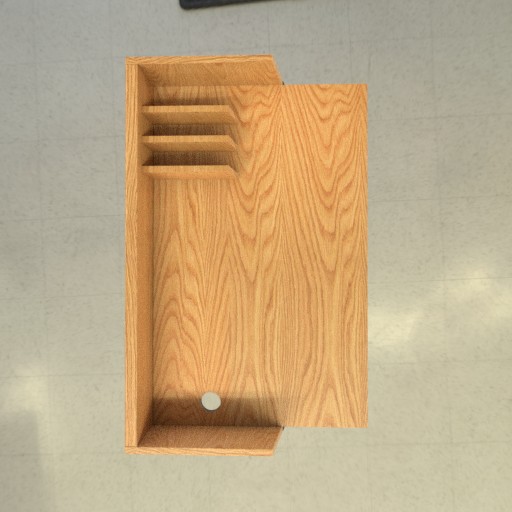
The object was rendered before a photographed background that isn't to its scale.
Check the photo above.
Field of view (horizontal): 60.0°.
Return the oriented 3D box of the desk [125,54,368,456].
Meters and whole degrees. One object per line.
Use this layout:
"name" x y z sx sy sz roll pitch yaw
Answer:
"desk" 0.000 0.000 1.845 0.769 1.061 1.191 0 90 2
